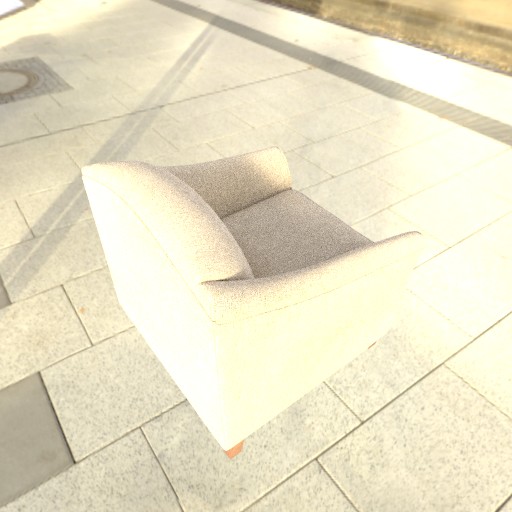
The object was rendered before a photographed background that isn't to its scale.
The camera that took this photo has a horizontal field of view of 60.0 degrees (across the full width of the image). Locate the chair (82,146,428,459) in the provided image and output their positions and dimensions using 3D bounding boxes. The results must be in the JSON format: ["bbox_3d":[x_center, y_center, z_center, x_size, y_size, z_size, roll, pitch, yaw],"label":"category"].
[{"bbox_3d":[0.000,0.000,1.490,0.787,0.839,0.763,-27,48,-27],"label":"chair"}]
